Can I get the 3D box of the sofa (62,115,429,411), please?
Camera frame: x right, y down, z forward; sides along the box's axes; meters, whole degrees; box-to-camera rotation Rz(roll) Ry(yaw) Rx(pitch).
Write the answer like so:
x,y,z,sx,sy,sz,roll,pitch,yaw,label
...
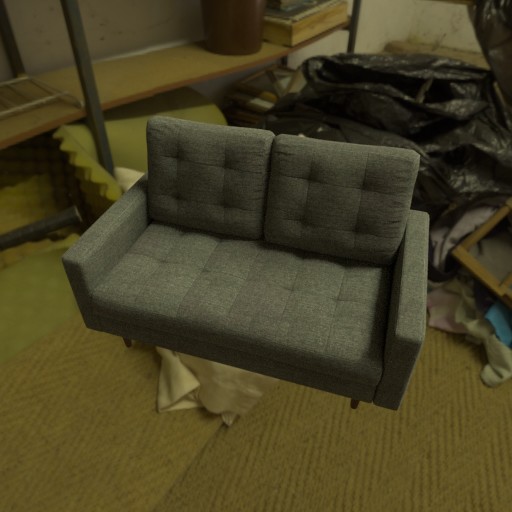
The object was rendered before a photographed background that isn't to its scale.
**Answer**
x,y,z,sx,sy,sz,roll,pitch,yaw,label
0.000,0.000,1.959,1.407,0.907,0.842,12,41,13,sofa
